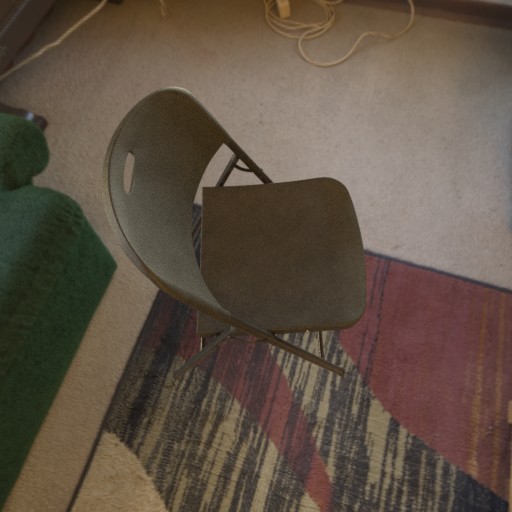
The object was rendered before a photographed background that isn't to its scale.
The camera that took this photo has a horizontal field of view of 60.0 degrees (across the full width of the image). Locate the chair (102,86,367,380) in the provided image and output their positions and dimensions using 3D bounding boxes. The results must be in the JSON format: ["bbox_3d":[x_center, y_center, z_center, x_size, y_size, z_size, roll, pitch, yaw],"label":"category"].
[{"bbox_3d":[0.000,0.000,1.177,0.566,0.810,0.494,-1,64,-1],"label":"chair"}]
